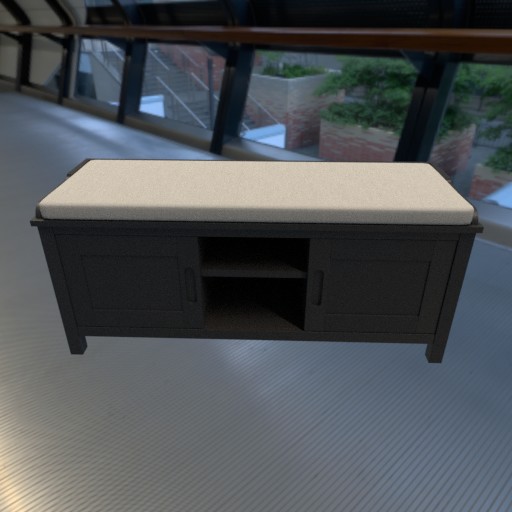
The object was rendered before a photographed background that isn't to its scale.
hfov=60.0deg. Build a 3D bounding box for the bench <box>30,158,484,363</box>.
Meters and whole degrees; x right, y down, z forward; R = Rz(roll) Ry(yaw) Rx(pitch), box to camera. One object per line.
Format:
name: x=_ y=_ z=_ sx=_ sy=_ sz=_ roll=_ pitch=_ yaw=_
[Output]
bench: x=0.000 y=0.000 z=1.383 sx=1.140 sy=0.501 sz=0.398 roll=1 pitch=29 yaw=2
